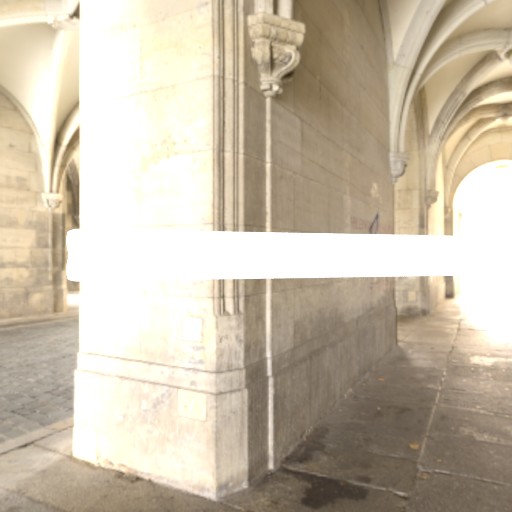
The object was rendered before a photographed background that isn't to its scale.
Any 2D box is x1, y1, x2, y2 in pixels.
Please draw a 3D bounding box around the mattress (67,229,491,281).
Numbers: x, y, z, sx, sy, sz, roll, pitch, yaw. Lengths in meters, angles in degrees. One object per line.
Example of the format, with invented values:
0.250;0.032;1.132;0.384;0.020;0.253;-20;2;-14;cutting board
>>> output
0.000;0.000;2.705;2.000;0.200;1.600;0;0;-18;mattress
